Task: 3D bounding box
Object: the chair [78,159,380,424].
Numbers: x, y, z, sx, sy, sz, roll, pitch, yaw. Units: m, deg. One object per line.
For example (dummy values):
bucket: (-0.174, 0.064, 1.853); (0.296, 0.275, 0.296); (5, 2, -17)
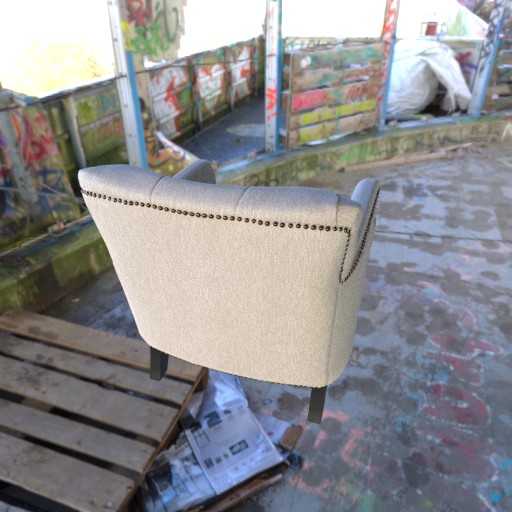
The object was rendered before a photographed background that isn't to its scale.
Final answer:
chair: (0.000, 0.000, 1.521); (0.737, 0.823, 0.902); (10, 33, 16)
